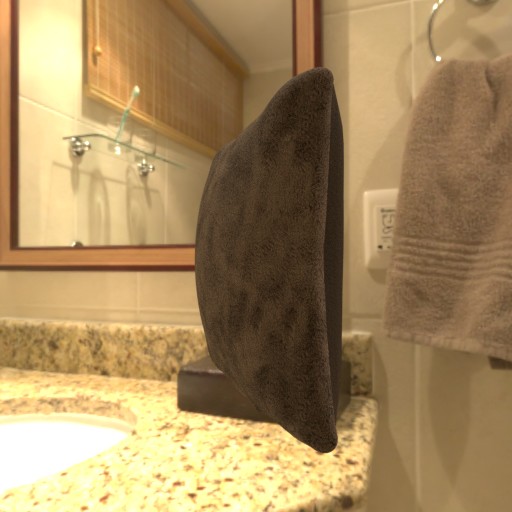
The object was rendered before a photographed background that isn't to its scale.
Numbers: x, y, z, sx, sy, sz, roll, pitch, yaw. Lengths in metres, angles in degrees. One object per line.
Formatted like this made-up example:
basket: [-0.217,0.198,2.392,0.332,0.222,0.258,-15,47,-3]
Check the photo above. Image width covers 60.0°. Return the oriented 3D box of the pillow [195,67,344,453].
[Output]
pillow: [0.000,0.000,0.808,0.204,0.520,0.522,0,0,-19]
